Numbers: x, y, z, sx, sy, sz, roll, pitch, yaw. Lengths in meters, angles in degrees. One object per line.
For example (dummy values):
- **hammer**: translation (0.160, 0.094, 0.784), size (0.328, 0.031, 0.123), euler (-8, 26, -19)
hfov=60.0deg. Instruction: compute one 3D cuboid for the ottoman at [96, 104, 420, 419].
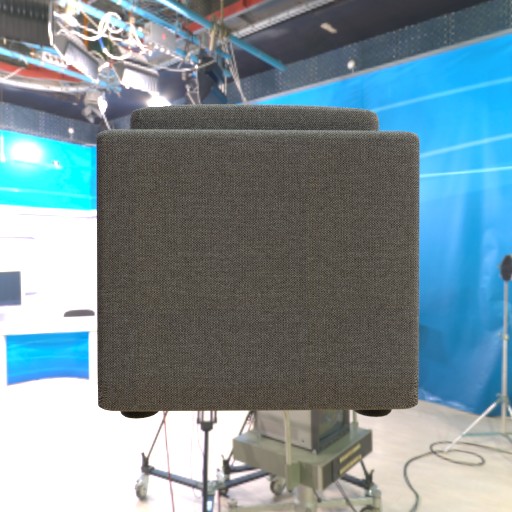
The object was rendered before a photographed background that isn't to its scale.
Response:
- **ottoman**: translation (0.000, 0.000, 0.826), size (0.450, 0.460, 0.450), euler (0, 1, -1)
